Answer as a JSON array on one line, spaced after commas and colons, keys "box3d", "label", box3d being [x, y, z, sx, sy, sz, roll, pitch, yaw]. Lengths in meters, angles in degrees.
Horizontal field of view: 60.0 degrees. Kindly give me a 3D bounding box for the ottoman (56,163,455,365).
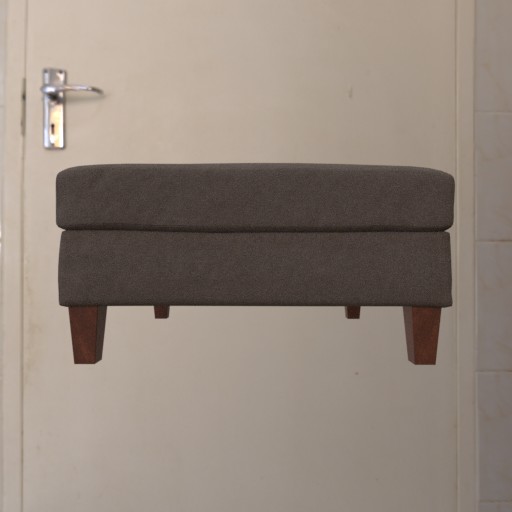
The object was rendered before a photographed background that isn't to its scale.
[{"box3d": [0.000, 0.000, 1.368, 0.881, 0.482, 0.861, 0, 0, 0], "label": "ottoman"}]
